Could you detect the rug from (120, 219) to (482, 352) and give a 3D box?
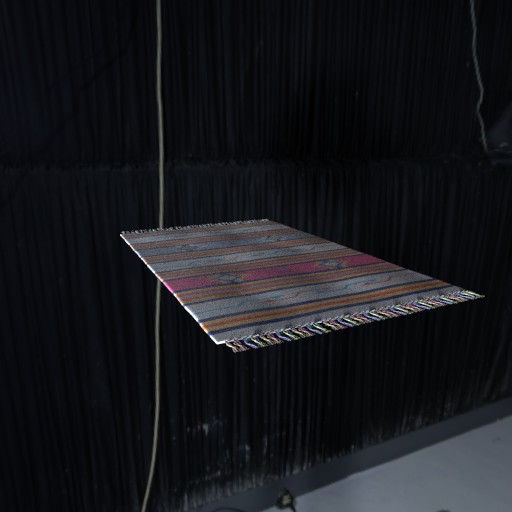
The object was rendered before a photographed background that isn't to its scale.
[{"bbox_3d":[0.000,0.000,2.286,1.084,0.013,1.849,-7,17,-25],"label":"rug"}]
